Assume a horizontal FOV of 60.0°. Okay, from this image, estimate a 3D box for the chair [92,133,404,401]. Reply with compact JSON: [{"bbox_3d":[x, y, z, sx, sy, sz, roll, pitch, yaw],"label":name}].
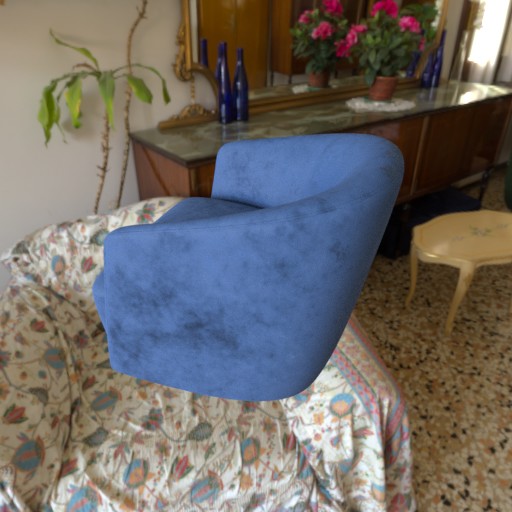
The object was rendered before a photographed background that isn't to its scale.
[{"bbox_3d":[0.000,0.000,1.347,0.767,0.698,0.773,8,30,14],"label":"chair"}]
